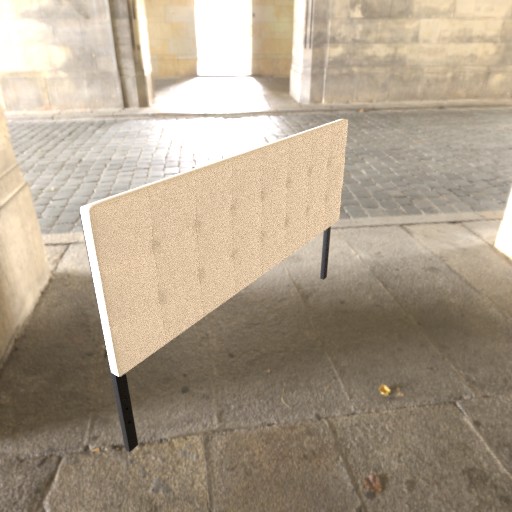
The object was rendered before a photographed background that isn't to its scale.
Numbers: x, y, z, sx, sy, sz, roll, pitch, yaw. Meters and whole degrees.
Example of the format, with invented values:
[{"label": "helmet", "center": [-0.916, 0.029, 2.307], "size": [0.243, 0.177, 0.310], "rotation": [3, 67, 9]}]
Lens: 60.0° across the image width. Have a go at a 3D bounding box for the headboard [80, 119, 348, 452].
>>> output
[{"label": "headboard", "center": [0.000, 0.000, 2.890], "size": [0.120, 1.410, 2.362], "rotation": [18, 32, 31]}]
